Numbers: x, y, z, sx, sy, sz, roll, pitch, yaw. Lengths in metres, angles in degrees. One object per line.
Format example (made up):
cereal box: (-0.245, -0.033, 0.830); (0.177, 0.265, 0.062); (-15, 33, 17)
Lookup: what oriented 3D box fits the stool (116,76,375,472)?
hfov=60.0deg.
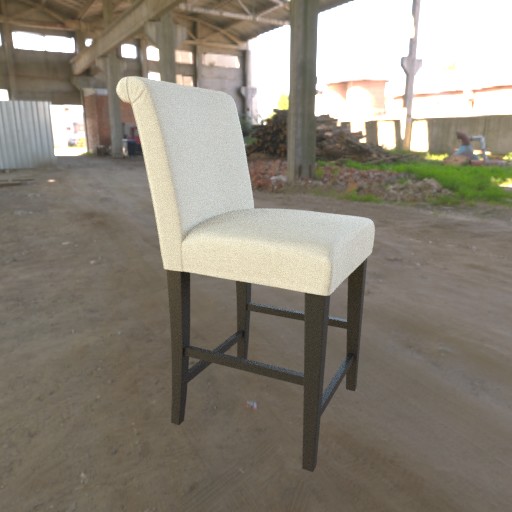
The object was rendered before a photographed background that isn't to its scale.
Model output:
stool: (0.000, 0.000, 1.312); (0.597, 0.976, 0.452); (7, 16, 26)
